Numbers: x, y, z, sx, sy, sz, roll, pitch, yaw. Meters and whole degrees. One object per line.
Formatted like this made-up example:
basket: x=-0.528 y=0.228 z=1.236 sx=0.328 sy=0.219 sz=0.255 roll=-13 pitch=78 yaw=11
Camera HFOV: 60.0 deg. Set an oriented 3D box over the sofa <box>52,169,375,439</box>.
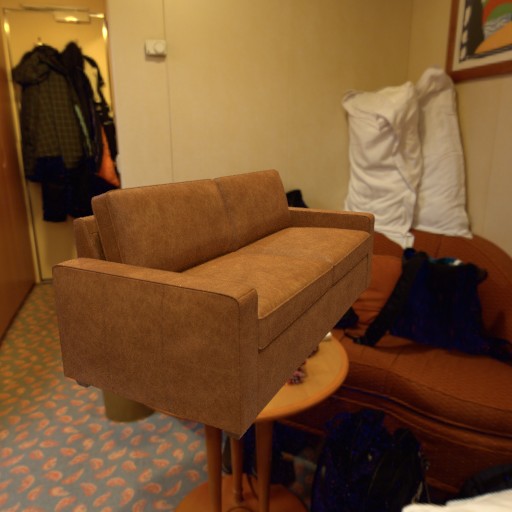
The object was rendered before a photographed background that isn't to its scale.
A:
sofa: x=0.000 y=0.000 z=2.693 sx=0.991 sy=0.928 sz=2.156 roll=7 pitch=16 yaw=26
